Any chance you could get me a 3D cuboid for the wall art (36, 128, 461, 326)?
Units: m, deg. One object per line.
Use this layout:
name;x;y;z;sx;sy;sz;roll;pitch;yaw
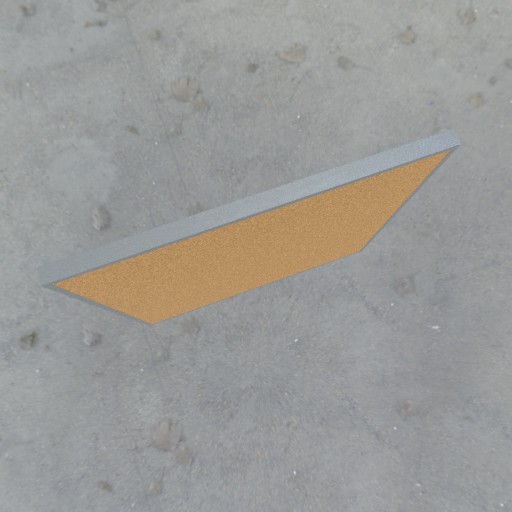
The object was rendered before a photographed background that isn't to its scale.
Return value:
wall art;0.000;0.000;1.199;0.809;0.807;0.038;-19;77;-5
